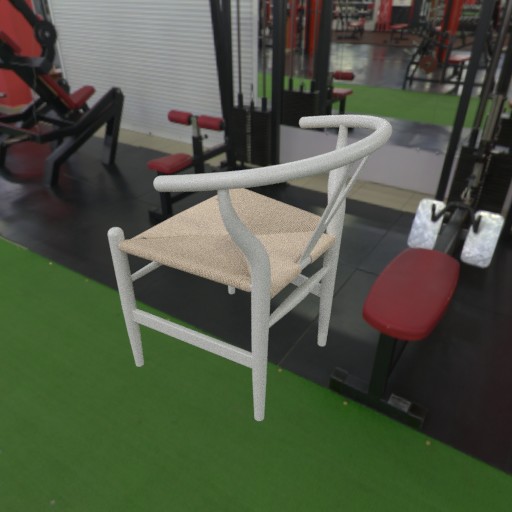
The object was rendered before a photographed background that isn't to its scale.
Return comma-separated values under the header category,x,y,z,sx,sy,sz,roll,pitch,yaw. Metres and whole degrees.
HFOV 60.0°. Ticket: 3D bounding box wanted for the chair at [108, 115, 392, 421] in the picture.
category,x,y,z,sx,sy,sz,roll,pitch,yaw
chair,0.000,0.000,1.166,0.579,0.730,0.569,20,37,30
